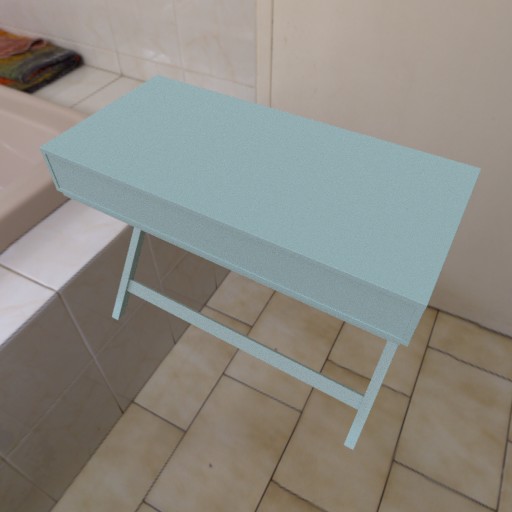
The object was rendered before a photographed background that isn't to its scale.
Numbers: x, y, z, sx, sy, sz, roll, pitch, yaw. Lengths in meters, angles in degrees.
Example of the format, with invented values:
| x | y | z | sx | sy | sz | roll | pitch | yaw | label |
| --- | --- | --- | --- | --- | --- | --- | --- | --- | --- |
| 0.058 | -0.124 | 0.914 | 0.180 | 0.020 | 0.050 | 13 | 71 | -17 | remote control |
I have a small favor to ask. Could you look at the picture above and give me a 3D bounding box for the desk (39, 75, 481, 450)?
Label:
| x | y | z | sx | sy | sz | roll | pitch | yaw | label |
| --- | --- | --- | --- | --- | --- | --- | --- | --- | --- |
| 0.000 | 0.000 | 1.461 | 1.057 | 0.780 | 0.525 | 23 | 51 | 20 | desk |
